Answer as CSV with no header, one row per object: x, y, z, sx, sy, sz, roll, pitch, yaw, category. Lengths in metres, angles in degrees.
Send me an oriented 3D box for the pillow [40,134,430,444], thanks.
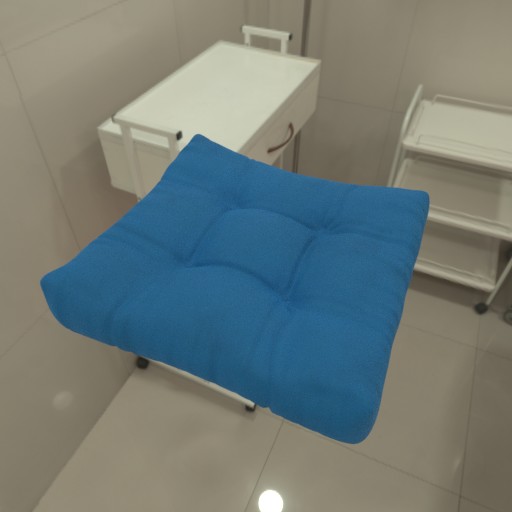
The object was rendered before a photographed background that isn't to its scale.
0.000,0.000,0.730,0.490,0.128,0.468,17,48,17,pillow
